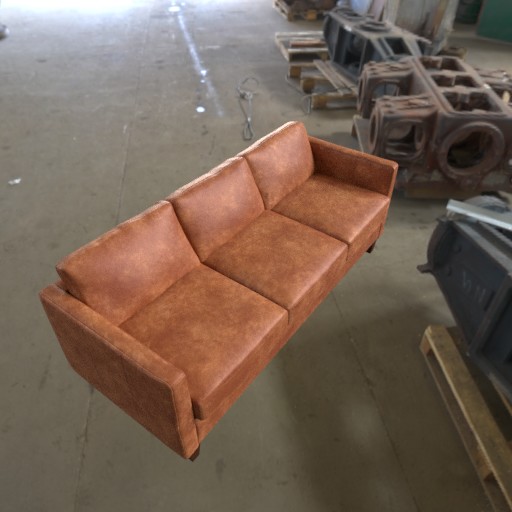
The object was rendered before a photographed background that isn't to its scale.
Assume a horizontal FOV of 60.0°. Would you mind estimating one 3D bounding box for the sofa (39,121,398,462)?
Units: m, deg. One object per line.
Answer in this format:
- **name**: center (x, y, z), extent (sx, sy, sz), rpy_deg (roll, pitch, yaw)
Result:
- **sofa**: center (0.000, 0.000, 3.018), extent (1.045, 1.006, 2.464), rpy_deg (26, 46, 27)
